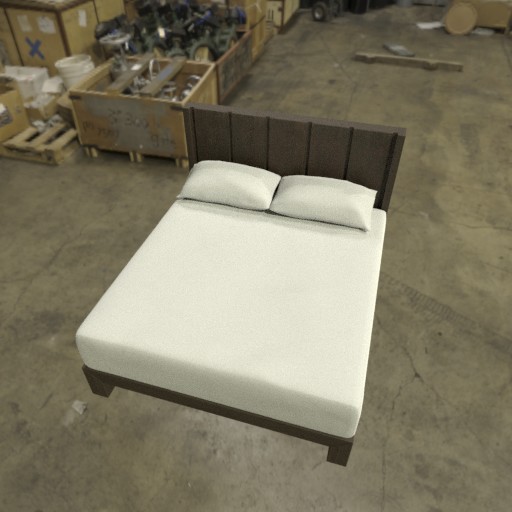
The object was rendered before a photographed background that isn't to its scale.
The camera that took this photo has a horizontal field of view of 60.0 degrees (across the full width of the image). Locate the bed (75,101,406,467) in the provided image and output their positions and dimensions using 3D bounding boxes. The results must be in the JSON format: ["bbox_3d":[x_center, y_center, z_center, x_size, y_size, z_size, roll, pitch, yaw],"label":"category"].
[{"bbox_3d":[0.000,0.000,3.140,1.735,1.261,1.992,11,43,12],"label":"bed"}]
